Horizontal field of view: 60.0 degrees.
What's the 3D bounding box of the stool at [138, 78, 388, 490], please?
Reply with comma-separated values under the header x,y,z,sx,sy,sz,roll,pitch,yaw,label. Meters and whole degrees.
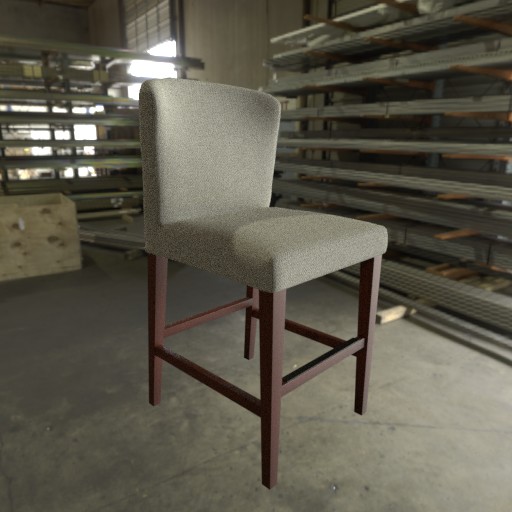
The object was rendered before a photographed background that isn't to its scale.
x,y,z,sx,sy,sz,roll,pitch,yaw,label
0.000,0.000,1.246,0.568,0.969,0.481,14,20,43,stool
